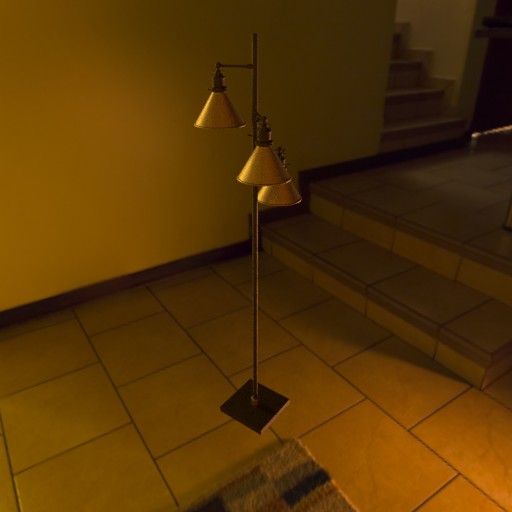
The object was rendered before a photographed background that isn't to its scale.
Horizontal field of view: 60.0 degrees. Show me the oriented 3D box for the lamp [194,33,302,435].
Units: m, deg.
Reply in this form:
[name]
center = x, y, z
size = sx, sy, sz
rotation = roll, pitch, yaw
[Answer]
[lamp]
center = 0.000, 0.000, 1.912
size = 0.428, 1.716, 0.415
rotation = 18, 32, 32
